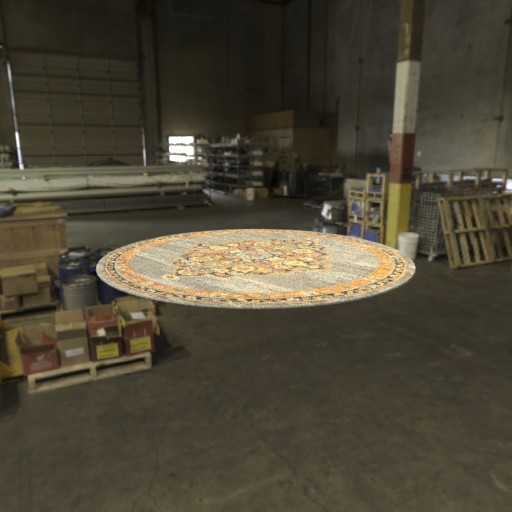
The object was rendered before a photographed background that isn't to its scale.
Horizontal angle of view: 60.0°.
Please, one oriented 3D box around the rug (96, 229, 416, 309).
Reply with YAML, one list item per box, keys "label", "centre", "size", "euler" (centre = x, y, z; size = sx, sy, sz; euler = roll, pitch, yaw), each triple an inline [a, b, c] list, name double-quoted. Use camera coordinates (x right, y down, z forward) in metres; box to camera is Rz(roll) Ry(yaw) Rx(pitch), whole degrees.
- label: "rug"
  centre: [0.000, 0.000, 2.347]
  size: [1.598, 0.010, 1.598]
  euler: [0, 13, 0]
